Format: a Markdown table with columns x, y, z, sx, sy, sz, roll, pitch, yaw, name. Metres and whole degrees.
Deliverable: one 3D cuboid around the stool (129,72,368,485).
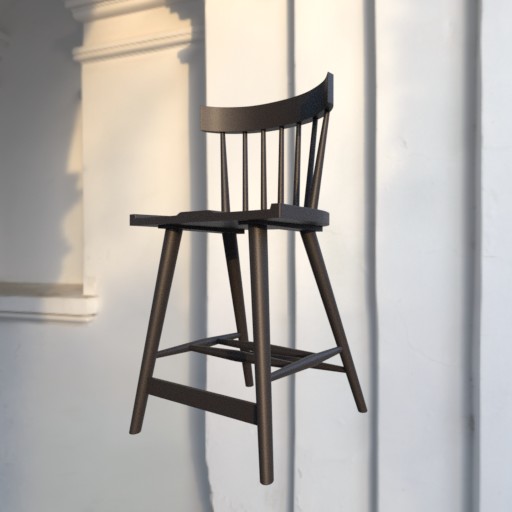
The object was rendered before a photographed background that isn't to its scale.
| x | y | z | sx | sy | sz | roll | pitch | yaw | name |
| --- | --- | --- | --- | --- | --- | --- | --- | --- | --- |
| 0.000 | 0.000 | 1.274 | 0.494 | 0.953 | 0.549 | 0 | 1 | 36 | stool |
